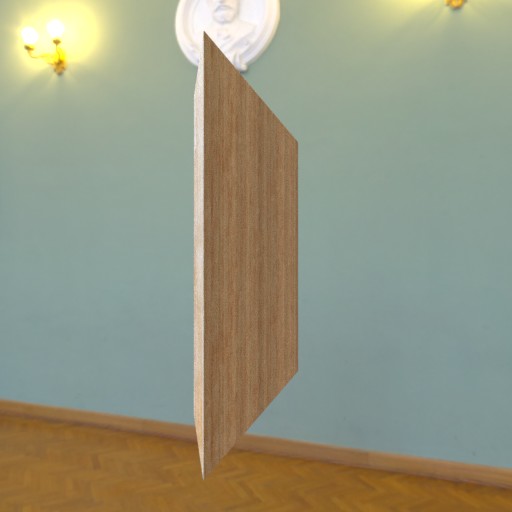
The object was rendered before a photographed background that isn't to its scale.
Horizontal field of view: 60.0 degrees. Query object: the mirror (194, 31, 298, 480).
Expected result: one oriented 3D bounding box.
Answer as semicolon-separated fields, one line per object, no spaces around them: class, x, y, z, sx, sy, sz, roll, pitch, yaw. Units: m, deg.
mirror;0.000;0.000;0.958;0.047;0.651;0.651;0;0;17
